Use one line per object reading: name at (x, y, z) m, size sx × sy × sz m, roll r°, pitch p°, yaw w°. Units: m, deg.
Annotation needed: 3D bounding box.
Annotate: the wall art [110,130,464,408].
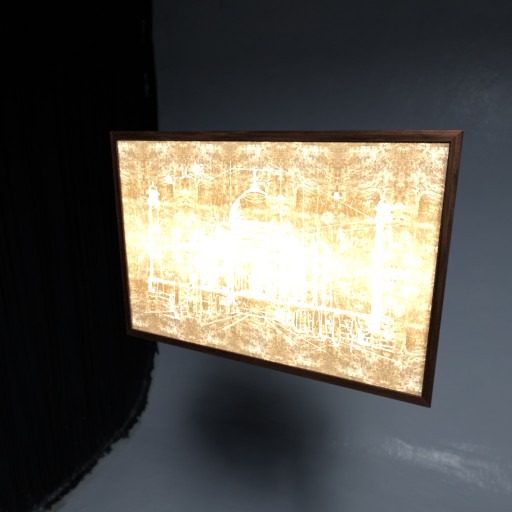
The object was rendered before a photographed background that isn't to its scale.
wall art at (0.000, 0.000, 1.029) m, size 0.816 × 0.559 × 0.014 m, roll 7°, pitch 17°, yaw 25°
